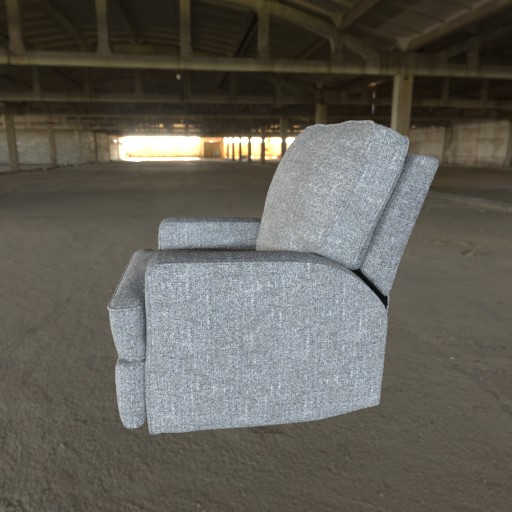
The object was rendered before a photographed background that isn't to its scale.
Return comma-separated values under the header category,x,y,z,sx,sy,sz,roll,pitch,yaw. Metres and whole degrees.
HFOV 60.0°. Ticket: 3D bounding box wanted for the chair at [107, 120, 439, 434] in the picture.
category,x,y,z,sx,sy,sz,roll,pitch,yaw
chair,0.000,0.000,1.643,0.964,0.962,0.861,-2,14,-9
